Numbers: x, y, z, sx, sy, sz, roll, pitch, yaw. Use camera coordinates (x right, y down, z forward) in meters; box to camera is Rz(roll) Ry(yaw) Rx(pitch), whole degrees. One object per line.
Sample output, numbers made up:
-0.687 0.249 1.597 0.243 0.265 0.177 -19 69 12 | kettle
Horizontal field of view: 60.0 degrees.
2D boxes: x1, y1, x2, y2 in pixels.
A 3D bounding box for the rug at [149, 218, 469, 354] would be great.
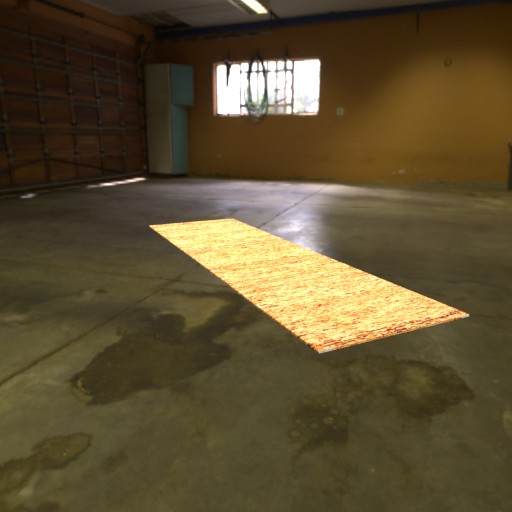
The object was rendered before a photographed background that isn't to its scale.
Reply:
0.000 0.000 2.478 0.680 0.014 2.237 -7 17 -25 | rug
